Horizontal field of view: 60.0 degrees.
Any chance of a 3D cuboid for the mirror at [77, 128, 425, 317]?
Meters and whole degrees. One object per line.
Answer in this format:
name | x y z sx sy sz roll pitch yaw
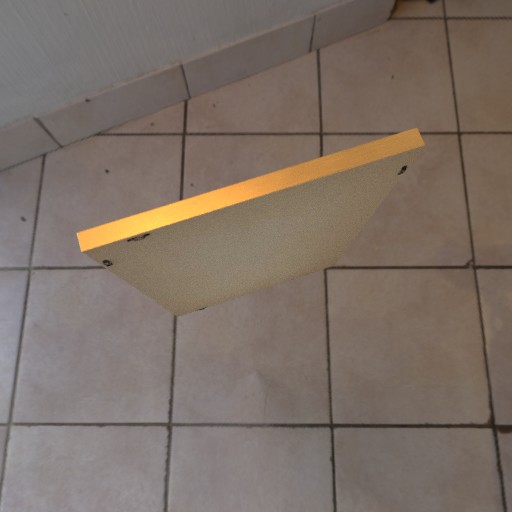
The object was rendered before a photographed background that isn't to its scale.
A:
mirror | 0.000 0.000 1.191 0.609 0.915 0.040 -18 76 -5
